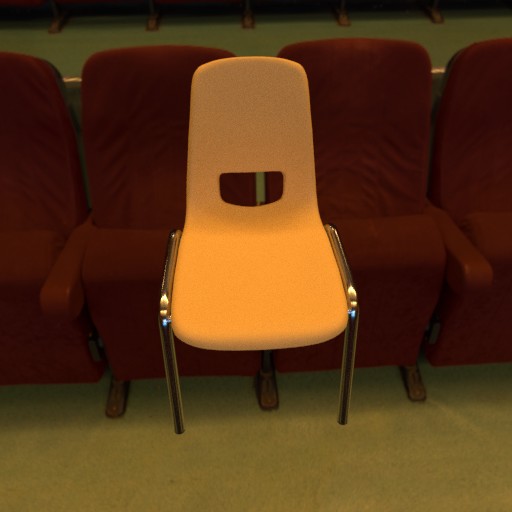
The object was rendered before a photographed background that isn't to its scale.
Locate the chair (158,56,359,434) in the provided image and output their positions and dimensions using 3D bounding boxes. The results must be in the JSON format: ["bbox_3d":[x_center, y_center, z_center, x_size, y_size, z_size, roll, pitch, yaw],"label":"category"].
[{"bbox_3d":[0.000,0.000,0.834,0.354,0.586,0.423,-2,46,-2],"label":"chair"}]
